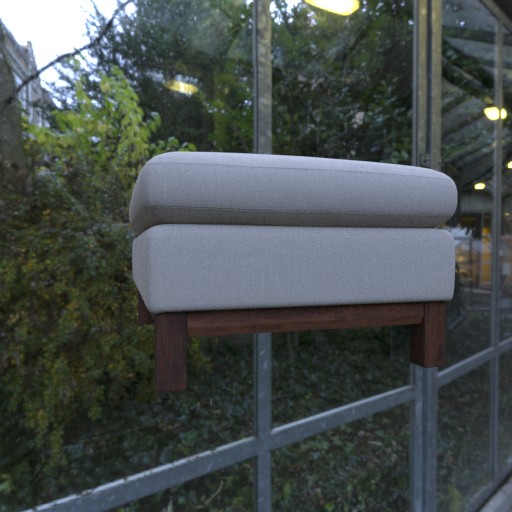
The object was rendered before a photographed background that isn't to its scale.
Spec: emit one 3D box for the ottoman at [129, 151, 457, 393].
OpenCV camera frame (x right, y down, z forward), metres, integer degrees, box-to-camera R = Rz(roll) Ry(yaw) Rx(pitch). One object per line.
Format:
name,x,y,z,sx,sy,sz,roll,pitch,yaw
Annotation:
ottoman,0.000,0.000,1.114,0.606,0.420,0.771,0,1,-17
